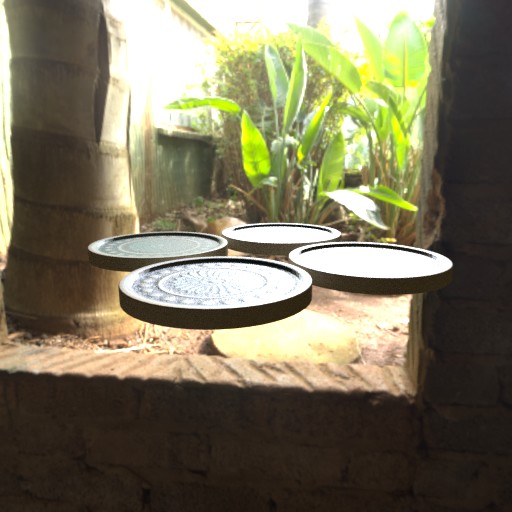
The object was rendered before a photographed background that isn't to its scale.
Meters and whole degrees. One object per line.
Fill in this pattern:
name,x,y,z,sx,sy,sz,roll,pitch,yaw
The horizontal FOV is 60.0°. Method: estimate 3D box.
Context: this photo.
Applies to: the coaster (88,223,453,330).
coaster,0.000,0.000,0.329,0.220,0.010,0.224,-7,14,-27
